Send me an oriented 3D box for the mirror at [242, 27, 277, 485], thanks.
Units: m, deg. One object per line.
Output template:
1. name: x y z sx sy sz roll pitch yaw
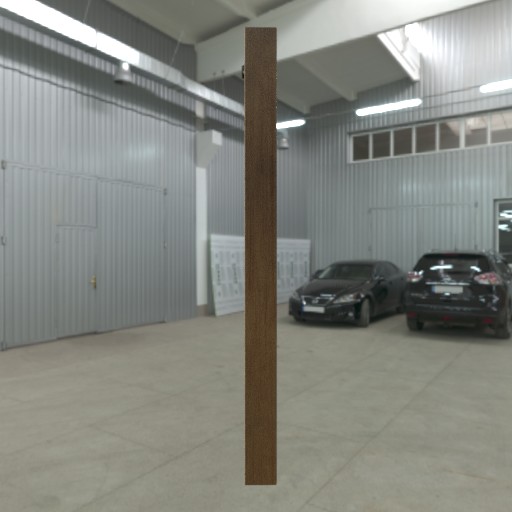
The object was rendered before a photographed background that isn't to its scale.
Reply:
1. mirror: 0.000 0.000 0.695 0.041 0.509 0.406 0 0 -1
